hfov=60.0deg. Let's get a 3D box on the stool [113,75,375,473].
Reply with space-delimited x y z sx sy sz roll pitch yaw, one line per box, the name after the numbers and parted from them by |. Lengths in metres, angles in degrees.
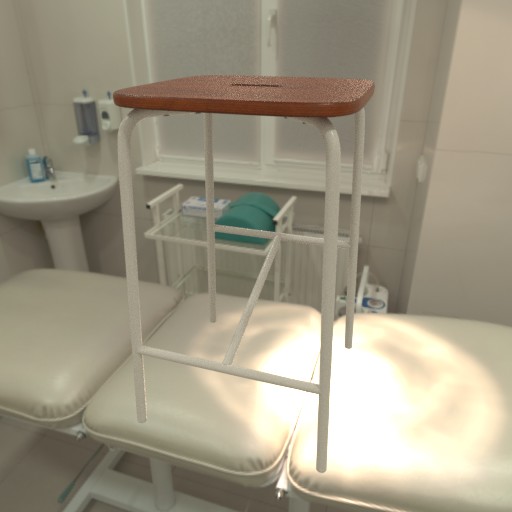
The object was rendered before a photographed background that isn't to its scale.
0.000 0.000 0.845 0.376 0.610 0.376 8 28 16 | stool
